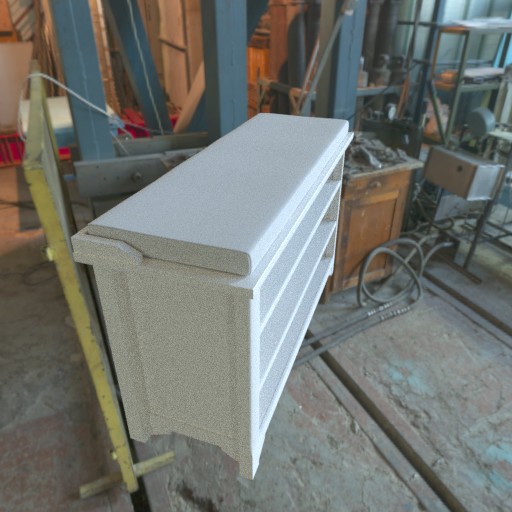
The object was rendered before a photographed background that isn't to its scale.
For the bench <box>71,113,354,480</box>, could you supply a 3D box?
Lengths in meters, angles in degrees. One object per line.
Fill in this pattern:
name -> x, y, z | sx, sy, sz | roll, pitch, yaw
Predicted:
bench -> 0.000, 0.000, 1.272 | 0.346, 0.589, 0.987 | 10, 32, 17
